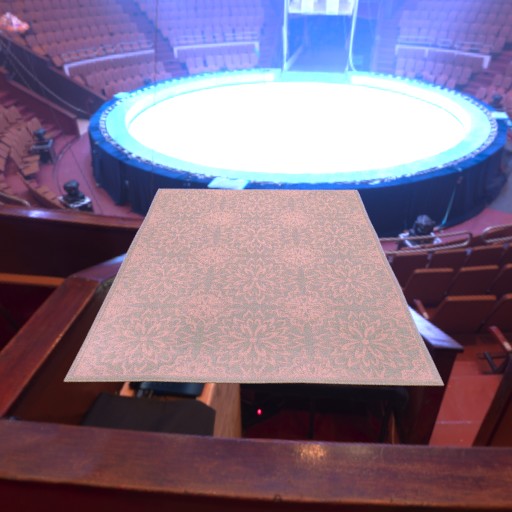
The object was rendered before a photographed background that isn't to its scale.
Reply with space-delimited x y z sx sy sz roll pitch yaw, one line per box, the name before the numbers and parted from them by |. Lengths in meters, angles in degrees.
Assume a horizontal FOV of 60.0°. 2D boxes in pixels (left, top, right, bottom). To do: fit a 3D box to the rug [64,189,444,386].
rug | 0.000 0.000 4.009 2.363 0.012 2.980 0 32 1
